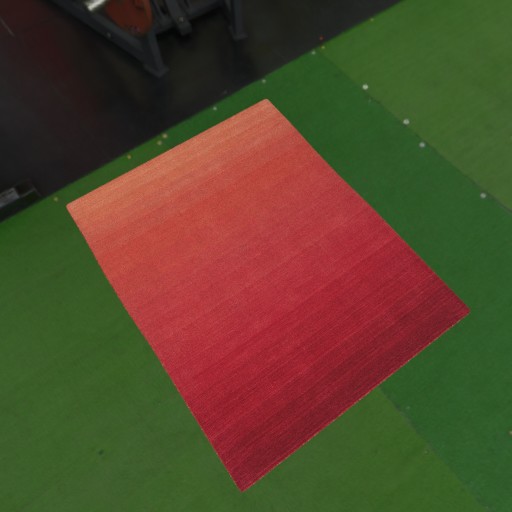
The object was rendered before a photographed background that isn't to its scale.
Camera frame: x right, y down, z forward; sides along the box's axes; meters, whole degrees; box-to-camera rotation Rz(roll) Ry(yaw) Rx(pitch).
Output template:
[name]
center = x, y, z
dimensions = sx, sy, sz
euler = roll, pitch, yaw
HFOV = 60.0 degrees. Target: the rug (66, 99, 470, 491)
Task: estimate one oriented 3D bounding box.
[rug]
center = 0.000, 0.000, 3.909
dimensions = 2.340, 0.028, 2.905
euler = -33, 68, -15
